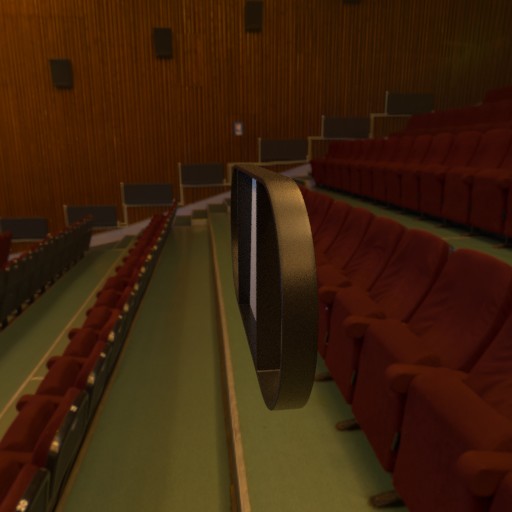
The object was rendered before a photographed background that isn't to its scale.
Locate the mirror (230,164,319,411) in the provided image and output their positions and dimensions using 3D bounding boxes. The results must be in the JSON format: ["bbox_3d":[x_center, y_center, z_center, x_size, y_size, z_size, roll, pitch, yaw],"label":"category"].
[{"bbox_3d":[0.000,0.000,0.660,0.032,0.254,0.584,-2,14,-7],"label":"mirror"}]
